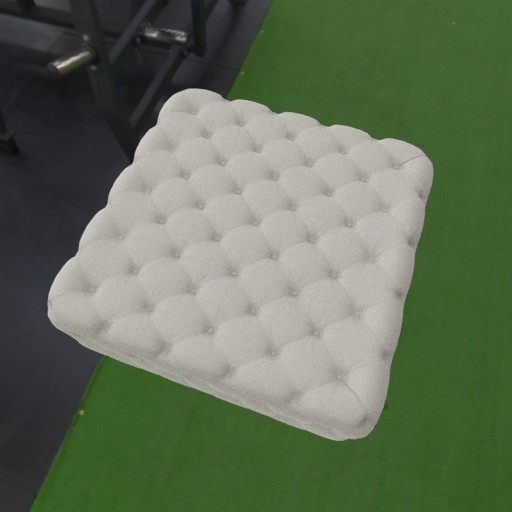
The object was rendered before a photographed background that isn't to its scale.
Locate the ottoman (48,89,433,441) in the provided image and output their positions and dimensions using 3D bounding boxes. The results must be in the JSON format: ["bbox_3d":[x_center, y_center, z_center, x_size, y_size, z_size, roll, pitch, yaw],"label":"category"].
[{"bbox_3d":[0.000,0.000,1.193,0.755,0.376,0.753,18,64,9],"label":"ottoman"}]
